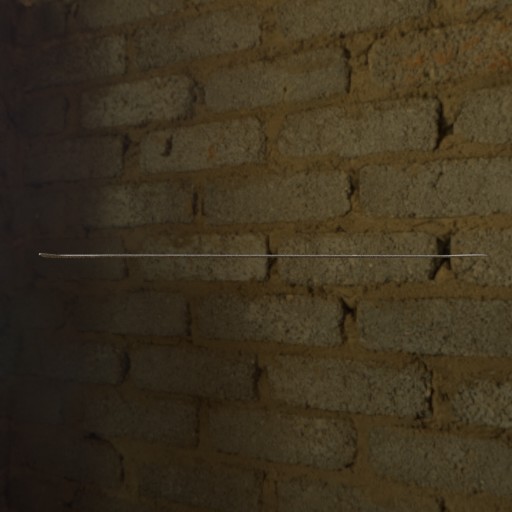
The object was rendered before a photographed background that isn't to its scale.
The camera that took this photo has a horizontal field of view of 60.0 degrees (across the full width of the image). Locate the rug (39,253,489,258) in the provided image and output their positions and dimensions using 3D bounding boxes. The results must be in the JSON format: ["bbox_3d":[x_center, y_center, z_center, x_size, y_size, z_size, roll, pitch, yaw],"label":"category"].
[{"bbox_3d":[0.000,0.000,2.367,1.947,0.023,1.214,0,0,-18],"label":"rug"}]
